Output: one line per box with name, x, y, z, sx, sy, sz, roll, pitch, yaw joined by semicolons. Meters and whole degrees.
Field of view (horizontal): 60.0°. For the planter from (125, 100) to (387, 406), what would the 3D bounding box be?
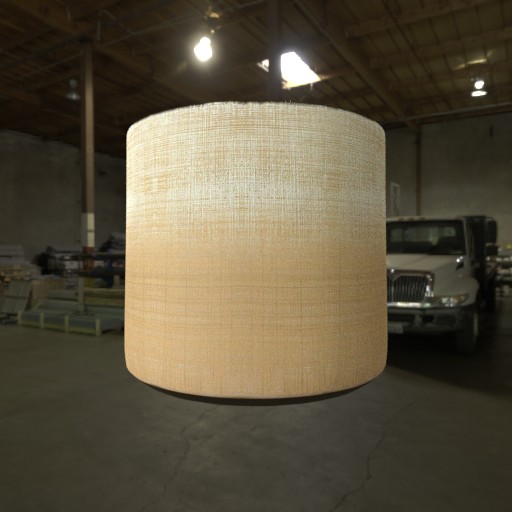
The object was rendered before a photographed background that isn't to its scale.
planter;0.000;0.000;0.388;0.221;0.201;0.221;0;0;0
